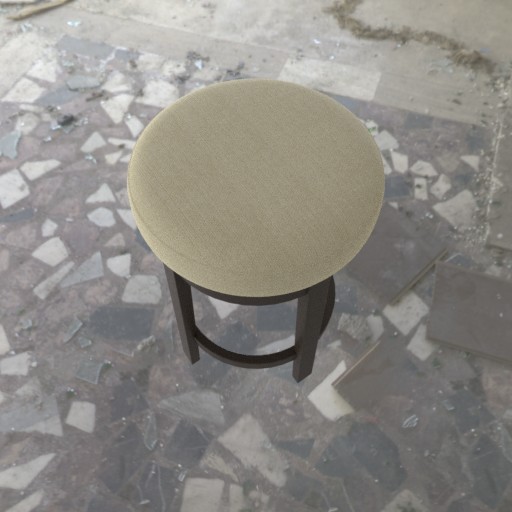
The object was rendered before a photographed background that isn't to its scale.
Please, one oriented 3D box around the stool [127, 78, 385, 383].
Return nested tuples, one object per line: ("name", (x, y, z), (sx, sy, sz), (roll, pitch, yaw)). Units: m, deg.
("stool", (0.000, 0.000, 0.986), (0.449, 0.655, 0.449), (0, 59, 0))
